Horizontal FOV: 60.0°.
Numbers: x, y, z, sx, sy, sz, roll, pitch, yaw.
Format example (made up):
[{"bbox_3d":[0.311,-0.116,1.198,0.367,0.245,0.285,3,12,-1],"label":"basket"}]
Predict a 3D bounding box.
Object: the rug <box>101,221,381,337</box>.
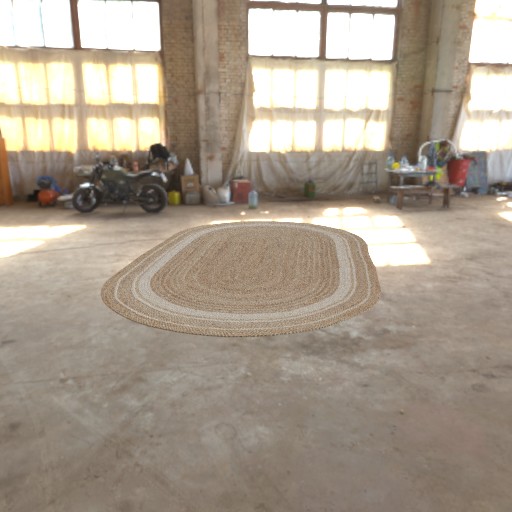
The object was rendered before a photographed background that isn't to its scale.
[{"bbox_3d":[0.000,0.000,2.949,1.520,0.006,2.432,2,16,9],"label":"rug"}]
